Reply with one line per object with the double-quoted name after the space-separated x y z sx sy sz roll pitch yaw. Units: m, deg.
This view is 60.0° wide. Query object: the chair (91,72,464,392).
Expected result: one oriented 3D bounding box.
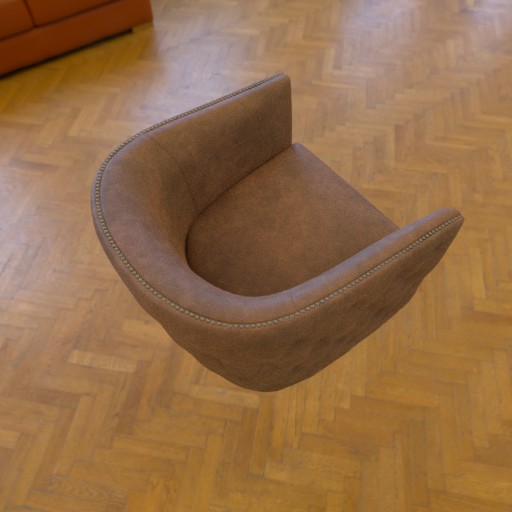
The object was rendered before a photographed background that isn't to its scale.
0.000 0.000 1.531 0.870 0.790 0.850 -32 63 -19 "chair"
